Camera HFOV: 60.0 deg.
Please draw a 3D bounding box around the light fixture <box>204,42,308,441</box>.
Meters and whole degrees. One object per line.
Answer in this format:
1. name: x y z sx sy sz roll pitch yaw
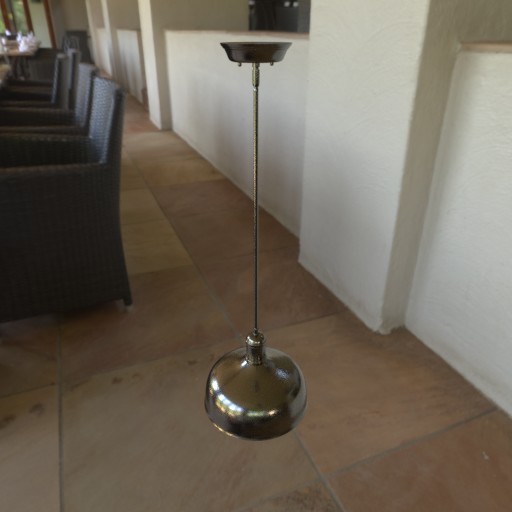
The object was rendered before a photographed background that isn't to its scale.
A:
1. light fixture: 0.000 0.000 1.078 0.299 0.935 0.299 -9 29 -17
